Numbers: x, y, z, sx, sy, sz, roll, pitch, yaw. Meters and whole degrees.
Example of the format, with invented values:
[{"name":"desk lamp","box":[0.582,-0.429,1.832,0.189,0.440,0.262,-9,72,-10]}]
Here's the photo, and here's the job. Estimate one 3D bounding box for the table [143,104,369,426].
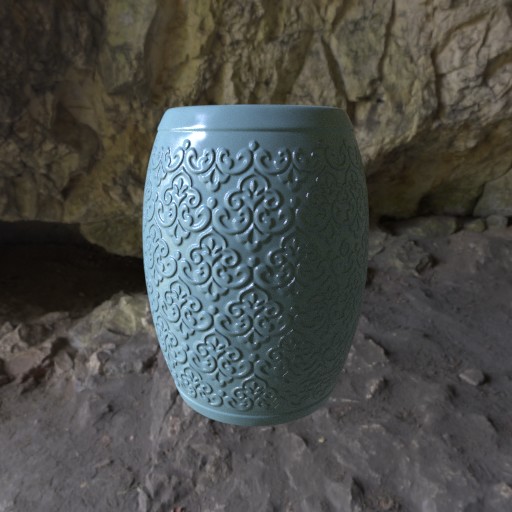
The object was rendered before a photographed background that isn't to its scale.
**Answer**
[{"name":"table","box":[0.000,0.000,0.630,0.309,0.397,0.309,0,16,0]}]
